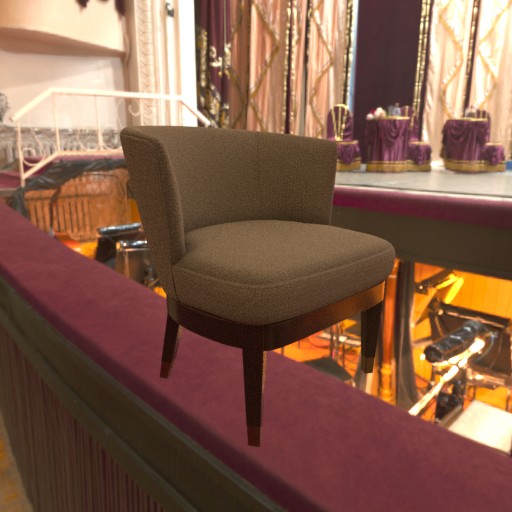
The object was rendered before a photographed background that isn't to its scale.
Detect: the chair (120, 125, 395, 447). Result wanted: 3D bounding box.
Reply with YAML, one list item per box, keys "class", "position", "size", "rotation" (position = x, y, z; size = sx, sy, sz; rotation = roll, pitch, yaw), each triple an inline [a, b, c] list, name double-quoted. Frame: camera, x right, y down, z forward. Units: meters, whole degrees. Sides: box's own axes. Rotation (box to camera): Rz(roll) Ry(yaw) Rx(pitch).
- class: "chair"
  position: [0.000, 0.000, 1.316]
  size: [0.700, 0.760, 0.660]
  rotation: [-13, 19, -43]
